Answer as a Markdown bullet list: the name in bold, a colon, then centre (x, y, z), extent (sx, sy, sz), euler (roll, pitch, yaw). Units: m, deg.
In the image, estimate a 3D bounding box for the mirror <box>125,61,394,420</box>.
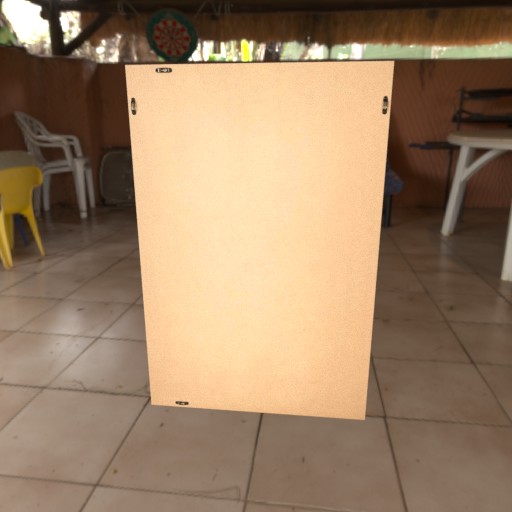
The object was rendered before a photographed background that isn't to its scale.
- **mirror**: centre (0.000, 0.000, 1.141), extent (0.609, 0.915, 0.040), euler (2, 17, 6)
